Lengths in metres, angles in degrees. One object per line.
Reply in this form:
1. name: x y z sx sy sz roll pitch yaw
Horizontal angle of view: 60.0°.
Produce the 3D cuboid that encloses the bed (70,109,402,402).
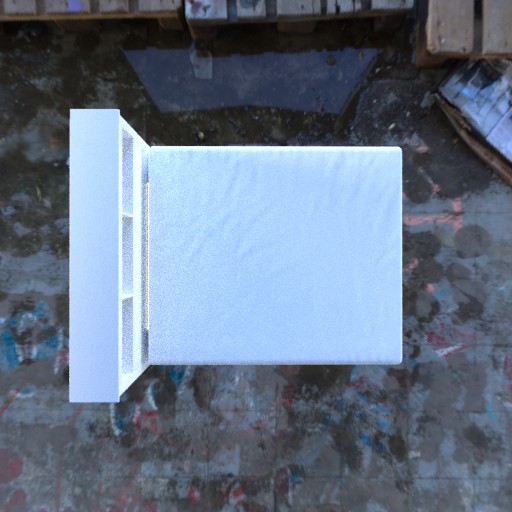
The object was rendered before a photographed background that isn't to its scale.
1. bed: 0.000 0.000 3.081 2.133 1.092 1.671 0 90 0
